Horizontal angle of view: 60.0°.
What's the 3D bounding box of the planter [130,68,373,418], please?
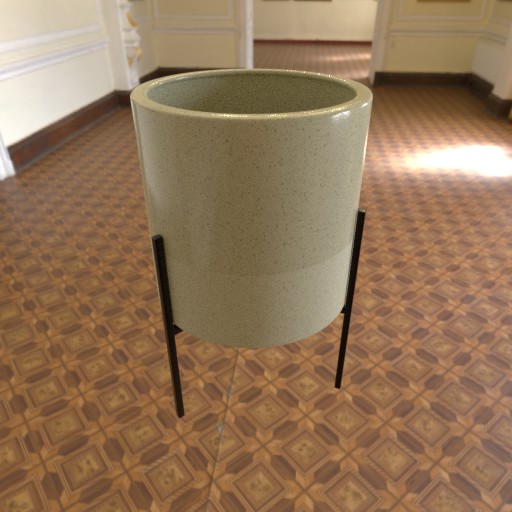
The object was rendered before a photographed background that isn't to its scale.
[{"bbox_3d":[0.000,0.000,0.539,0.243,0.390,0.234,10,33,16],"label":"planter"}]
